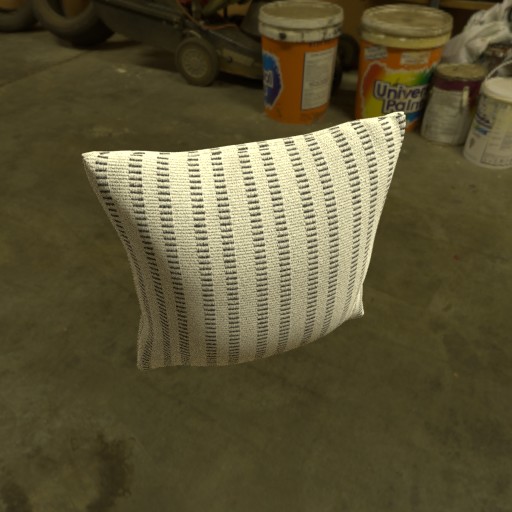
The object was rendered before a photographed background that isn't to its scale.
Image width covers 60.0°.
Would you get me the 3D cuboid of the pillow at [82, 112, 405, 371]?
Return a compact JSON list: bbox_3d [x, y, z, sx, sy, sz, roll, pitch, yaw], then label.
[{"bbox_3d":[0.000,0.000,0.700,0.438,0.419,0.247,-11,42,-13],"label":"pillow"}]
